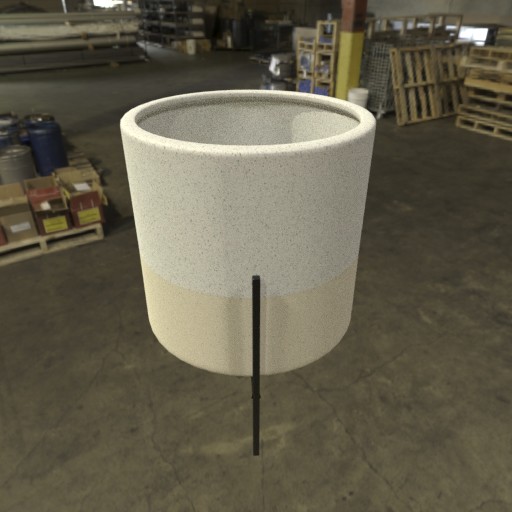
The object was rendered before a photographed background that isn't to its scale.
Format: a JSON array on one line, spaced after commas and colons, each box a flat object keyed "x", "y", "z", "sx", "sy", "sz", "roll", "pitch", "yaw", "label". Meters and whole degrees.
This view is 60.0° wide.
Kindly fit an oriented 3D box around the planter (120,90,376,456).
[{"x": 0.000, "y": 0.000, "z": 0.663, "sx": 0.335, "sy": 0.423, "sz": 0.313, "roll": -19, "pitch": 36, "yaw": -28, "label": "planter"}]
